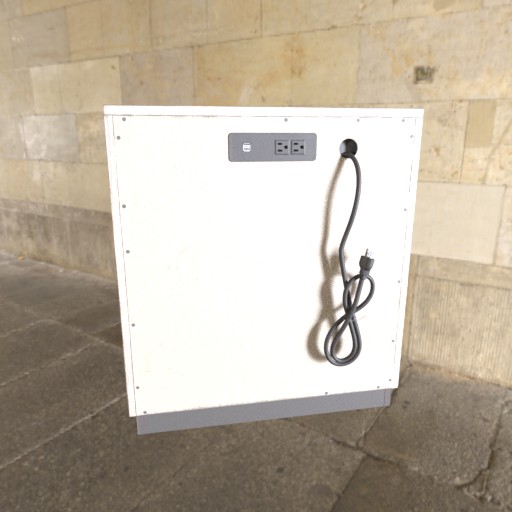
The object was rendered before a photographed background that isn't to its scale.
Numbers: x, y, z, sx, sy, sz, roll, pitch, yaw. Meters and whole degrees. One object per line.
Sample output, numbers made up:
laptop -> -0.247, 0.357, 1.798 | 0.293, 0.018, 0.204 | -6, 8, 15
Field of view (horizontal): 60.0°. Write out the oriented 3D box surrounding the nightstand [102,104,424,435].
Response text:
nightstand -> 0.000, 0.000, 1.084 | 0.612, 0.673, 0.483 | -3, 15, -10
